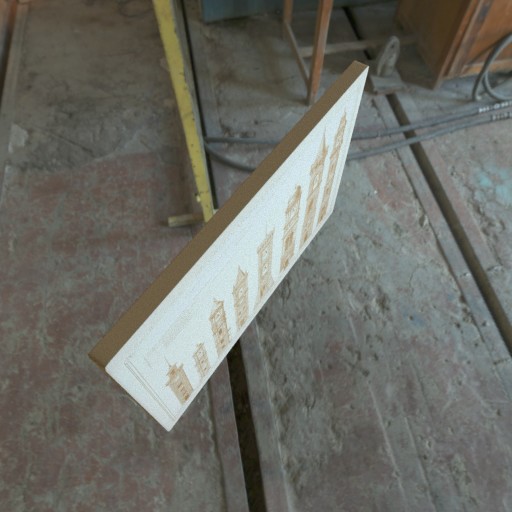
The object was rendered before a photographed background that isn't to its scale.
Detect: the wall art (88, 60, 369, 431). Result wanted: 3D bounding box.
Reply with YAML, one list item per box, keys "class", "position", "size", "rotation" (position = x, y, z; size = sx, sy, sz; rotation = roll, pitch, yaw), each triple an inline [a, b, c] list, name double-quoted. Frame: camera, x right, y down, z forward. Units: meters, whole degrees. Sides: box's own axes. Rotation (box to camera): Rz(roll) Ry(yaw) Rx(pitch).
- class: "wall art"
  position: [0.000, 0.000, 0.485]
  size: [0.019, 0.254, 0.380]
  rotation: [31, 64, 17]
